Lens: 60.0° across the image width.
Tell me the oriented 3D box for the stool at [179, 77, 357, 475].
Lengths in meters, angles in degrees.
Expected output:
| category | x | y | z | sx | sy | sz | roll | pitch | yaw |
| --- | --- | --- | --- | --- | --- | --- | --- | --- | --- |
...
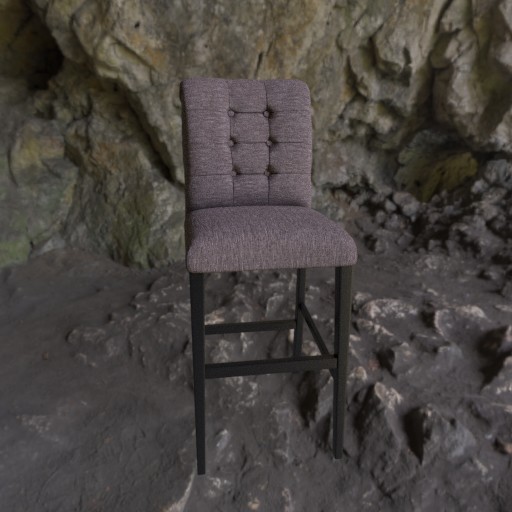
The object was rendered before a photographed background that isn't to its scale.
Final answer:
| category | x | y | z | sx | sy | sz | roll | pitch | yaw |
| --- | --- | --- | --- | --- | --- | --- | --- | --- | --- |
| stool | 0.000 | 0.000 | 1.435 | 0.452 | 1.131 | 0.613 | -2 | 15 | -9 |
